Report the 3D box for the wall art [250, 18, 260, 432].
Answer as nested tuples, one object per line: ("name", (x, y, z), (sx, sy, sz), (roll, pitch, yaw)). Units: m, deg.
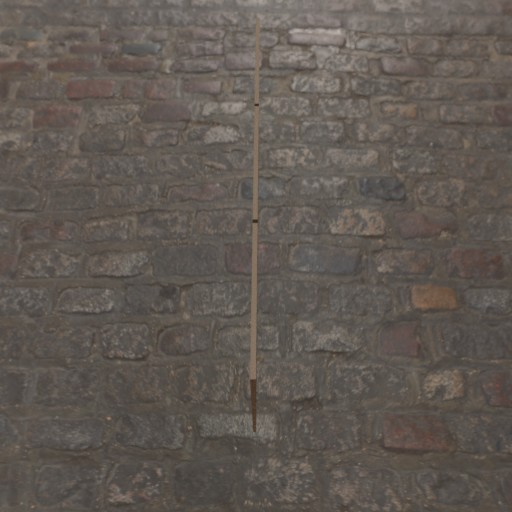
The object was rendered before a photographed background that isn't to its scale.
("wall art", (0.000, 0.000, 2.236), (0.017, 1.521, 1.527), (1, 63, 0))
